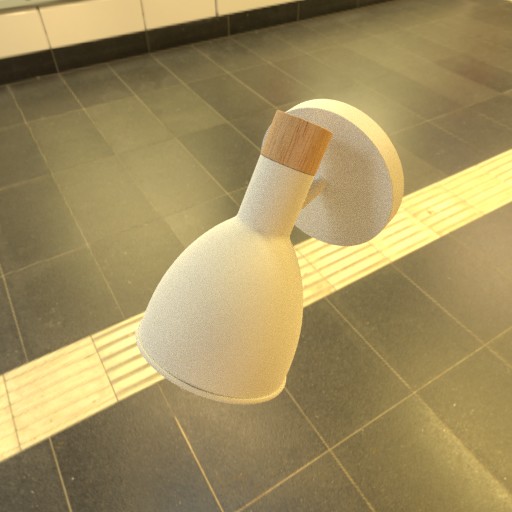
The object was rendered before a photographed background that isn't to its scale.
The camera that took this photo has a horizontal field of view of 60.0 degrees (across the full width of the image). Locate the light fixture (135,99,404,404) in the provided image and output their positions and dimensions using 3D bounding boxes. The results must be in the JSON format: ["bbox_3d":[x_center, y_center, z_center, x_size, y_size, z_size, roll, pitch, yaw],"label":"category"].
[{"bbox_3d":[0.000,0.000,0.333,0.127,0.199,0.209,30,52,26],"label":"light fixture"}]
